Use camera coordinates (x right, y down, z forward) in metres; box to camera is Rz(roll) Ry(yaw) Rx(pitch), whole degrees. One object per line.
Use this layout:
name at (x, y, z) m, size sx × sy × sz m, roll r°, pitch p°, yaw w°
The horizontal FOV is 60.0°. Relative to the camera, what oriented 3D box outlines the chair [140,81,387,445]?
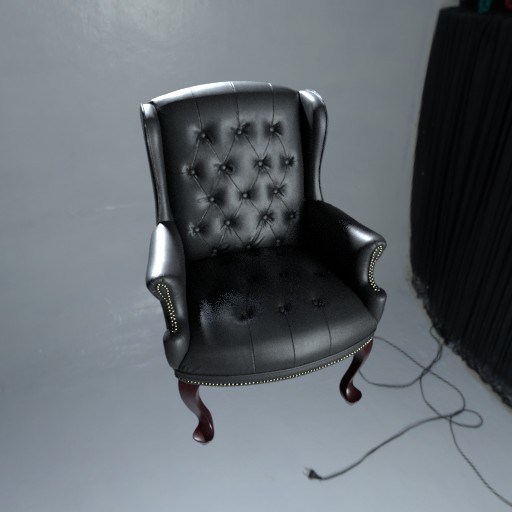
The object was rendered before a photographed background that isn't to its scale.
chair at (0.000, 0.000, 1.669) m, size 0.831 × 1.133 × 0.822 m, roll -9°, pitch 32°, yaw -15°
